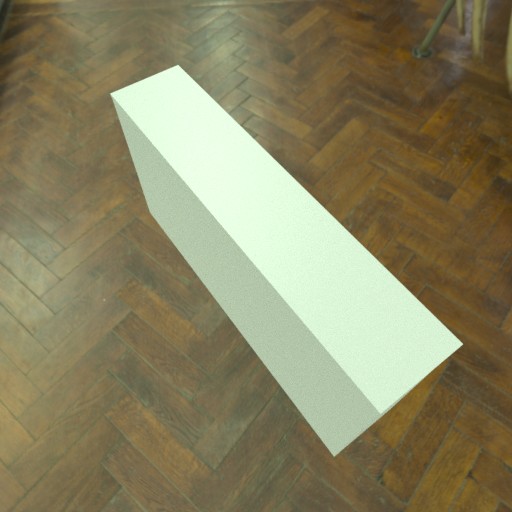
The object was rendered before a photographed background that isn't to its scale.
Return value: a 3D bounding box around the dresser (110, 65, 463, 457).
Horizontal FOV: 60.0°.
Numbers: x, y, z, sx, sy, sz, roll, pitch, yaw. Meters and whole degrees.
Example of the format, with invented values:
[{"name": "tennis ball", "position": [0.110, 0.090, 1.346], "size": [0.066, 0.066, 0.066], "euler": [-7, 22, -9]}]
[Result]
[{"name": "dresser", "position": [0.000, 0.000, 1.841], "size": [0.333, 0.790, 1.535], "euler": [-32, 63, -18]}]
